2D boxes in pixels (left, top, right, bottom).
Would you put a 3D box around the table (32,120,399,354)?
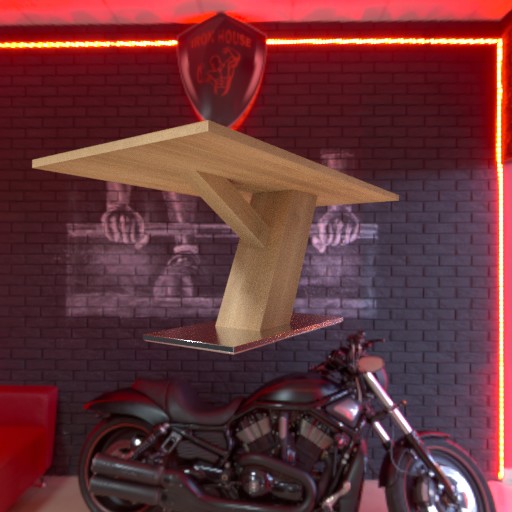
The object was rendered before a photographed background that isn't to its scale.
[{"bbox_3d":[0.000,0.000,2.229,0.900,0.750,1.800,0,0,34],"label":"table"}]
